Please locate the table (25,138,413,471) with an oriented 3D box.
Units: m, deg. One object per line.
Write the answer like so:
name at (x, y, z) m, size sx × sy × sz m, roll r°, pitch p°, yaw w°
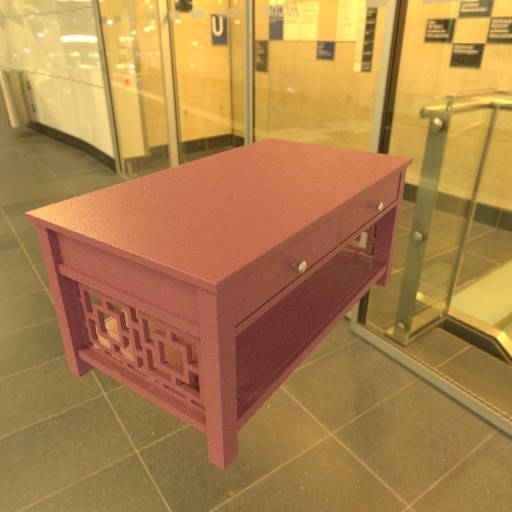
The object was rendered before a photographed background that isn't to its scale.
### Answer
table at (0.000, 0.000, 1.411) m, size 0.612 × 0.493 × 1.068 m, roll 17°, pitch 31°, yaw 31°
